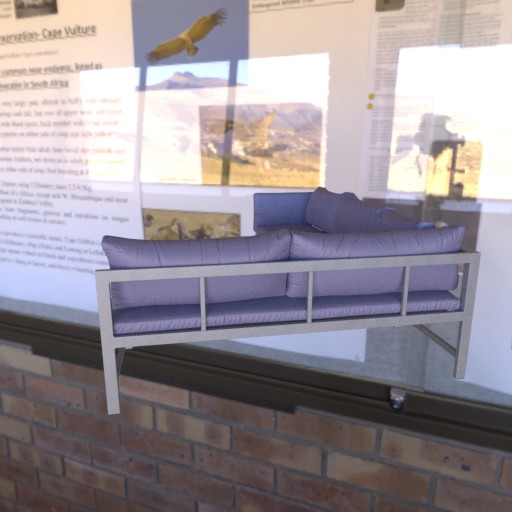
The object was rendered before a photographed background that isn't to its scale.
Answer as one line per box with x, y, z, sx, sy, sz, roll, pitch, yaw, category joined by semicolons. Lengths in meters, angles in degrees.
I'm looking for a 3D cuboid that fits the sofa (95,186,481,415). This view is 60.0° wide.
0.000;0.000;2.928;1.658;0.762;2.149;-3;15;-10;sofa
